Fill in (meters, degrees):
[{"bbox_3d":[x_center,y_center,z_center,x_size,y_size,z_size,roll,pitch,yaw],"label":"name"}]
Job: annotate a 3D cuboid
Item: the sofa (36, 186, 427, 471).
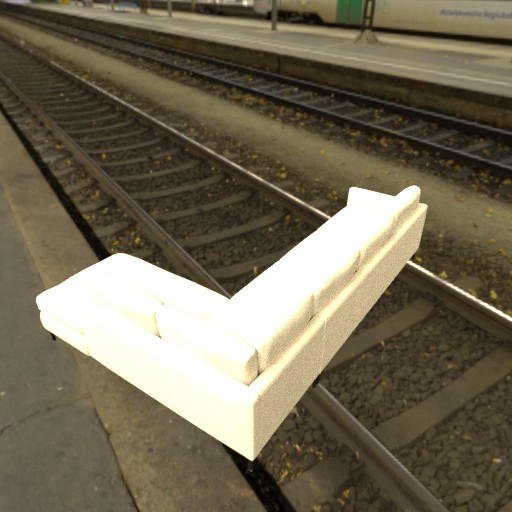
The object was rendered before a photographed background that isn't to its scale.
[{"bbox_3d":[0.000,0.000,3.833,2.007,0.815,2.949,20,37,30],"label":"sofa"}]
